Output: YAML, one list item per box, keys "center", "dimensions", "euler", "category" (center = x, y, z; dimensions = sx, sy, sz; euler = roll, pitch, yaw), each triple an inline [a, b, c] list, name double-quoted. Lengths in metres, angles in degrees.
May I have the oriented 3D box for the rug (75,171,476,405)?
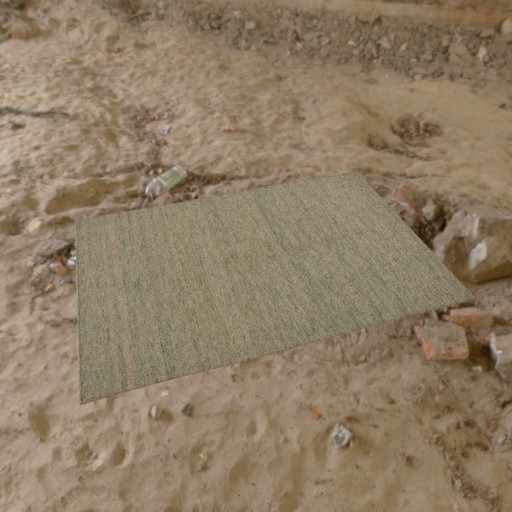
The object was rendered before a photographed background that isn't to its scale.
- center: [0.000, 0.000, 2.949]
  dimensions: [2.283, 0.013, 1.547]
  euler: [-12, 43, -13]
  category: "rug"
